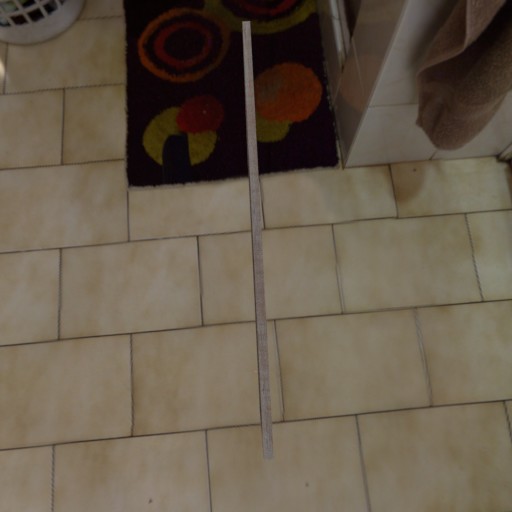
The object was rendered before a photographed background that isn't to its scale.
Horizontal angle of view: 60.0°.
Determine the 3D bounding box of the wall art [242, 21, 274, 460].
[{"bbox_3d":[0.000,0.000,1.355,0.019,0.774,1.012,-3,75,-1],"label":"wall art"}]
